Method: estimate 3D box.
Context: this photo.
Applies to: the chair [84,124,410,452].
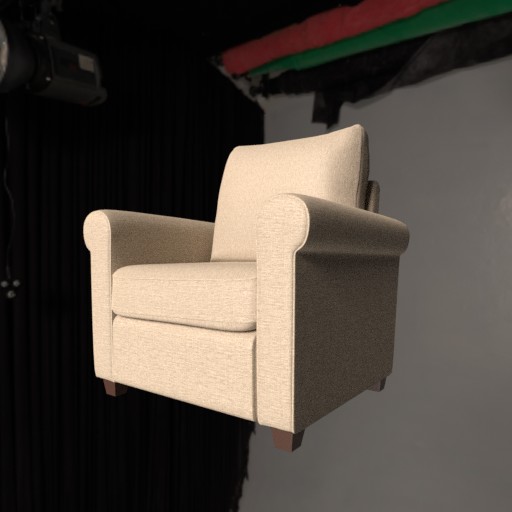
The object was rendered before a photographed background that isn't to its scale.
[{"bbox_3d":[0.000,0.000,2.261,1.275,1.349,1.180,1,1,37],"label":"chair"}]
